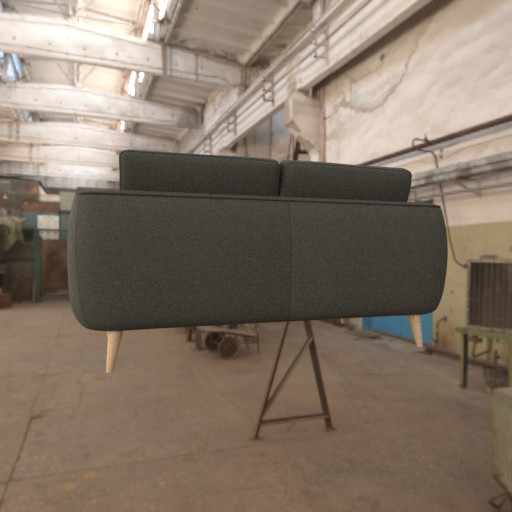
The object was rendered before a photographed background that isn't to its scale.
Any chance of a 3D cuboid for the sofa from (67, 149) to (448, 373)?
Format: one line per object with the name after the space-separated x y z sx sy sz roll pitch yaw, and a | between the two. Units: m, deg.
0.000 0.000 2.221 1.700 0.850 0.920 0 1 -18 | sofa
